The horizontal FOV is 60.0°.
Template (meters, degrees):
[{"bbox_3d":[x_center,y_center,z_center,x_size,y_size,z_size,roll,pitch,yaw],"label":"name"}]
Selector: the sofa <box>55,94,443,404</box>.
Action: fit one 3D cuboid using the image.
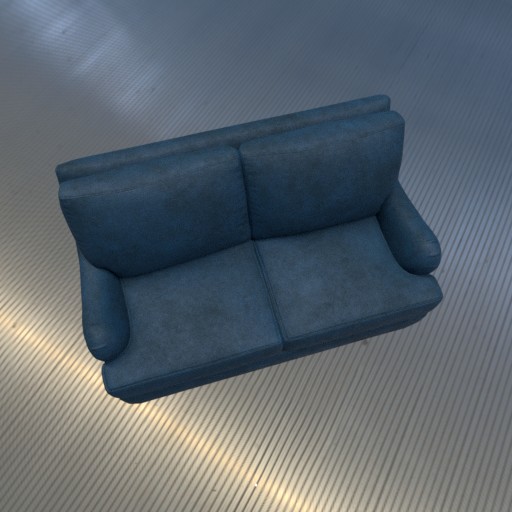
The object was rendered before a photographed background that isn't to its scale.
[{"bbox_3d":[0.000,0.000,2.459,1.853,1.101,1.084,-14,64,-7],"label":"sofa"}]
